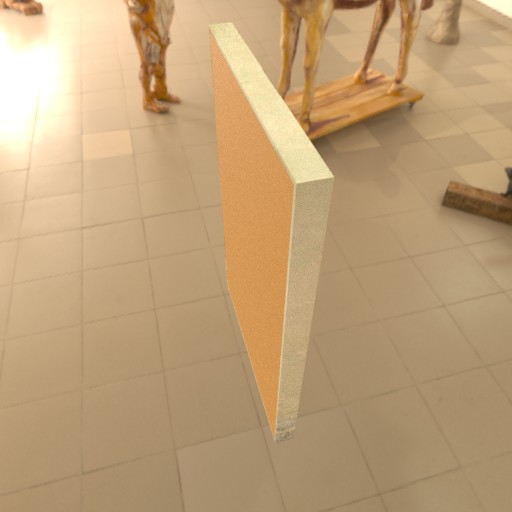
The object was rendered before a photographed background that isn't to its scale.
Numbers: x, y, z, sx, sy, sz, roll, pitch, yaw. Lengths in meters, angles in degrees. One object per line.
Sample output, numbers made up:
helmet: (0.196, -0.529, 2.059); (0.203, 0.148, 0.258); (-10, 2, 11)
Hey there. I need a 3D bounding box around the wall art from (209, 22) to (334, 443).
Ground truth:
wall art: (0.000, 0.000, 0.753); (0.036, 0.607, 0.403); (-11, 47, -11)
